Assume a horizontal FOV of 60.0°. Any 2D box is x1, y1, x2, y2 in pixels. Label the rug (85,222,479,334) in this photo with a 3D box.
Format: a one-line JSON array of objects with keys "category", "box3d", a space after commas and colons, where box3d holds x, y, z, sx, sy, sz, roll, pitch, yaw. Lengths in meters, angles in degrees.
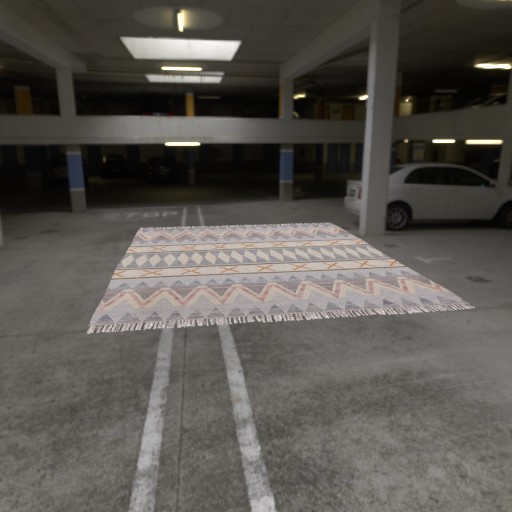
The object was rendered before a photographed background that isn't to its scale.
[{"category": "rug", "box3d": [0.000, 0.000, 3.988, 2.371, 0.012, 3.000, -2, 15, -8]}]
